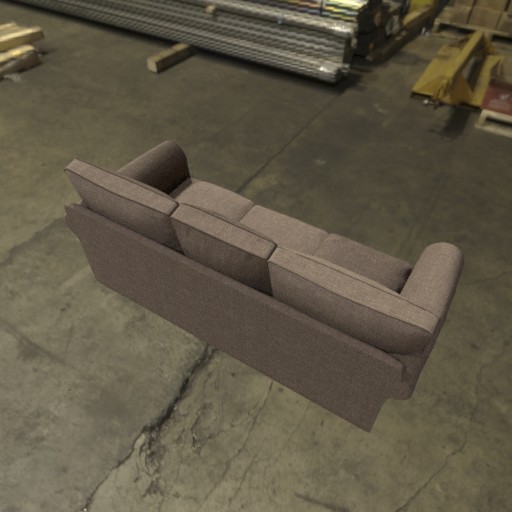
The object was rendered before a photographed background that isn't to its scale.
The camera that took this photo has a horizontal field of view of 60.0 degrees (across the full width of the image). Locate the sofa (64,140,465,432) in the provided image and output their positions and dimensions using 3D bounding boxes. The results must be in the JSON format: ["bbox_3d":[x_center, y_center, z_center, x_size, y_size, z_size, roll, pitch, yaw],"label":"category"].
[{"bbox_3d":[0.000,0.000,2.559,2.084,0.961,0.916,24,51,21],"label":"sofa"}]
